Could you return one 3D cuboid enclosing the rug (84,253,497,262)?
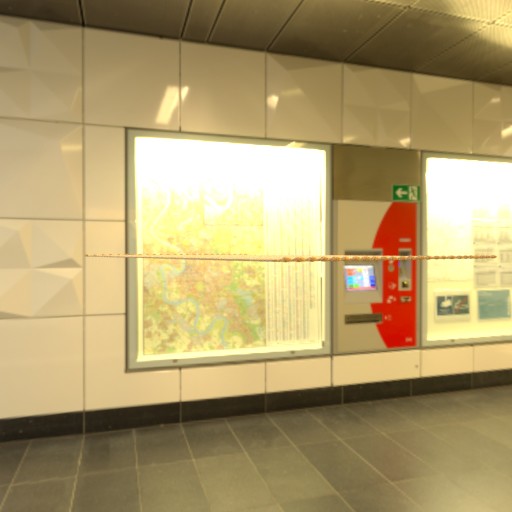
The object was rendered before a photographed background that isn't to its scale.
[{"bbox_3d":[0.000,0.000,2.960,1.556,0.022,2.433,0,1,-37],"label":"rug"}]
